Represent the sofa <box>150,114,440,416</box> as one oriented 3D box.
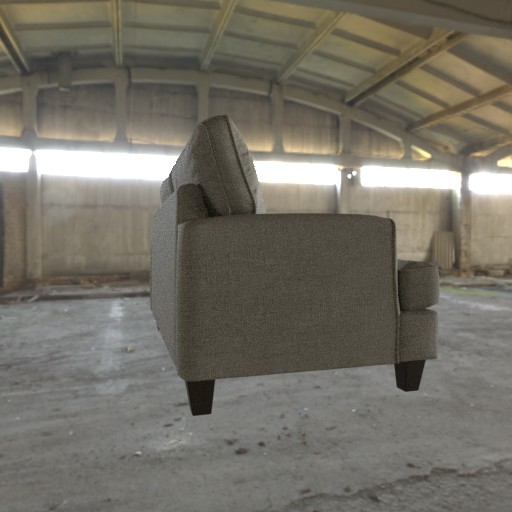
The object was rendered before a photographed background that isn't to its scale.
[{"bbox_3d":[0.000,0.000,2.234,0.965,0.965,1.651,0,1,-16],"label":"sofa"}]
